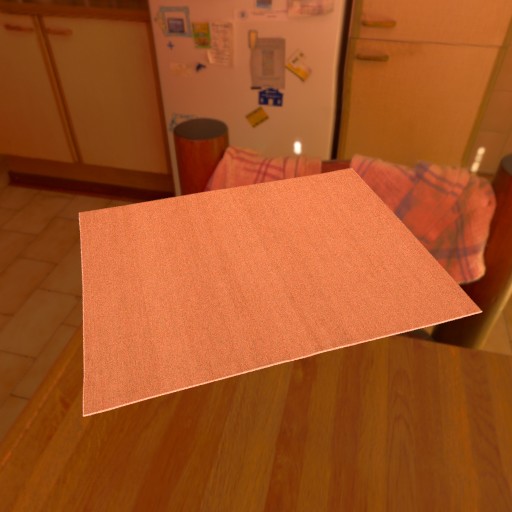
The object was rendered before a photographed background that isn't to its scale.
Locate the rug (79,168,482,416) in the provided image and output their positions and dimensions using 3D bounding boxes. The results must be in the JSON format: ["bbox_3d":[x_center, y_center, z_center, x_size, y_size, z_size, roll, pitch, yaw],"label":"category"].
[{"bbox_3d":[0.000,0.000,4.190,3.202,0.045,2.434,-11,43,-13],"label":"rug"}]
